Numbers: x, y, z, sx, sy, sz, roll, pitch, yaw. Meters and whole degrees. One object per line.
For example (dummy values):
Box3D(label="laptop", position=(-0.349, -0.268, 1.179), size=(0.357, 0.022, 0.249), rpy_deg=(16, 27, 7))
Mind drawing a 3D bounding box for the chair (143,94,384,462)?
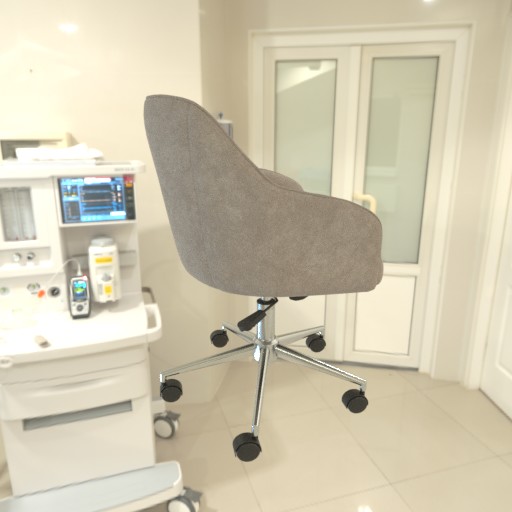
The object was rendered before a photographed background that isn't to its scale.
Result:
Box3D(label="chair", position=(0.000, 0.000, 1.244), size=(0.573, 0.831, 0.635), rpy_deg=(-3, 16, -10))
